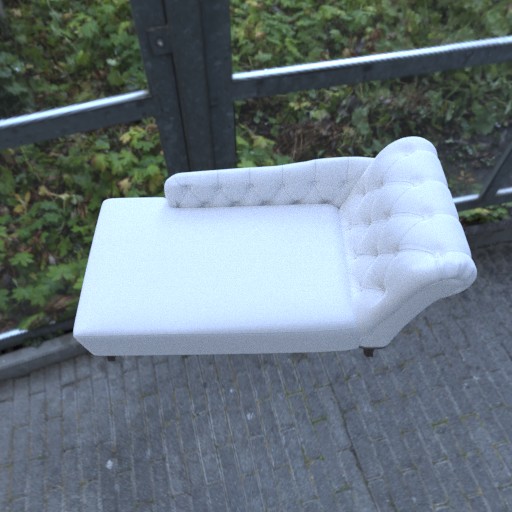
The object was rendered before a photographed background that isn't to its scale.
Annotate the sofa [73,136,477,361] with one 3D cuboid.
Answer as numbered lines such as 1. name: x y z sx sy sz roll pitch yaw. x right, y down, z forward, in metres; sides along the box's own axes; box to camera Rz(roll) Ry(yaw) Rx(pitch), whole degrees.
1. sofa: 0.000 0.000 1.809 1.379 0.787 0.675 -1 57 0
